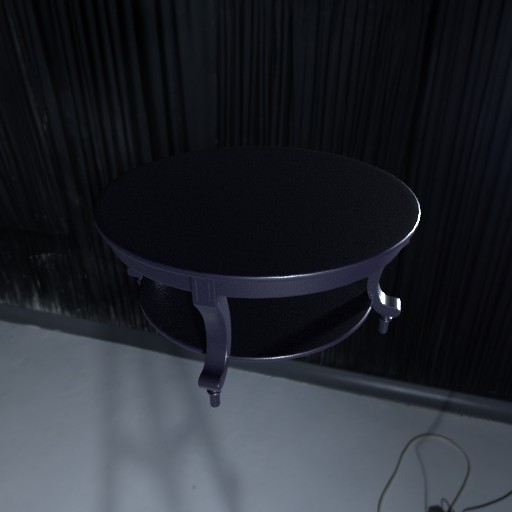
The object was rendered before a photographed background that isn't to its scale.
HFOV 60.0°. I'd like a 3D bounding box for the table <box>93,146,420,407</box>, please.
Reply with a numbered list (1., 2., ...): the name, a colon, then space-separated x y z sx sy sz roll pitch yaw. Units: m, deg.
1. table: 0.000 0.000 1.577 1.029 0.491 1.029 0 30 0
